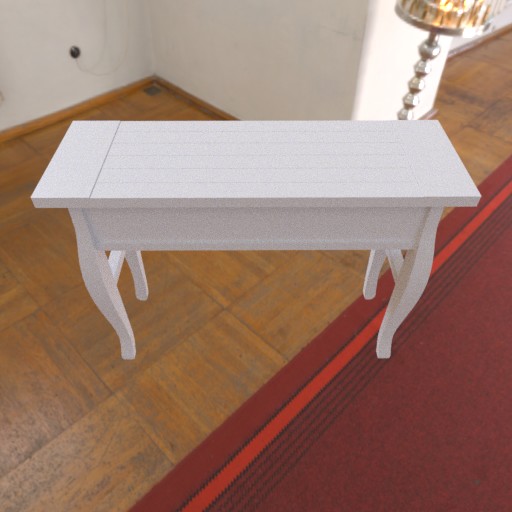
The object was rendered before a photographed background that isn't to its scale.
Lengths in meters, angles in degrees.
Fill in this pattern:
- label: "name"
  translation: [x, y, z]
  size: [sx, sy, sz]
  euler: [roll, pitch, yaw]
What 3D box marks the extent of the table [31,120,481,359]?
- label: "table"
  translation: [0.000, 0.000, 1.443]
  size: [1.062, 0.768, 0.373]
  euler: [0, 46, 0]
